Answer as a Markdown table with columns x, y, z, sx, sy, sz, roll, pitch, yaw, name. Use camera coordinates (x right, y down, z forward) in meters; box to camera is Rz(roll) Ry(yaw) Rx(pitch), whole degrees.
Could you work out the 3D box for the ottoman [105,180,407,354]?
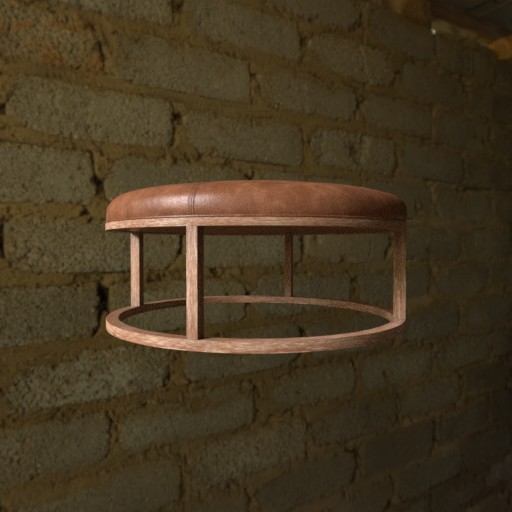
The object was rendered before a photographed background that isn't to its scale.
| x | y | z | sx | sy | sz | roll | pitch | yaw | name |
| --- | --- | --- | --- | --- | --- | --- | --- | --- | --- |
| 0.000 | 0.000 | 1.551 | 1.006 | 0.445 | 1.006 | 0 | 1 | 0 | ottoman |
